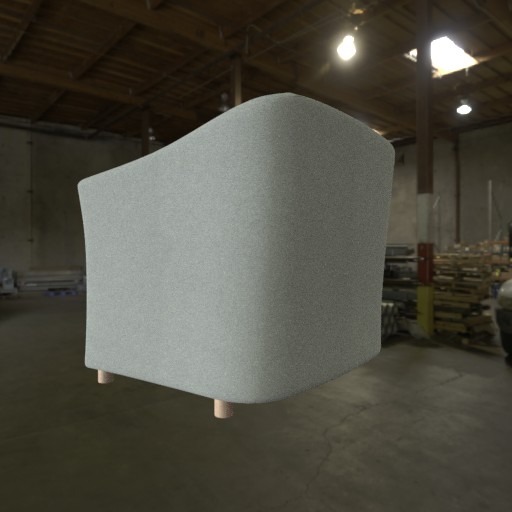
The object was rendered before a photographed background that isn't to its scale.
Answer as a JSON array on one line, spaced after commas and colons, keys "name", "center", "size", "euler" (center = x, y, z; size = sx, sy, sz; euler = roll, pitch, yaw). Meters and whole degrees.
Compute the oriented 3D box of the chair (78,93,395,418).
[{"name": "chair", "center": [0.000, 0.000, 1.369], "size": [0.700, 0.720, 0.790], "euler": [0, 0, 37]}]
